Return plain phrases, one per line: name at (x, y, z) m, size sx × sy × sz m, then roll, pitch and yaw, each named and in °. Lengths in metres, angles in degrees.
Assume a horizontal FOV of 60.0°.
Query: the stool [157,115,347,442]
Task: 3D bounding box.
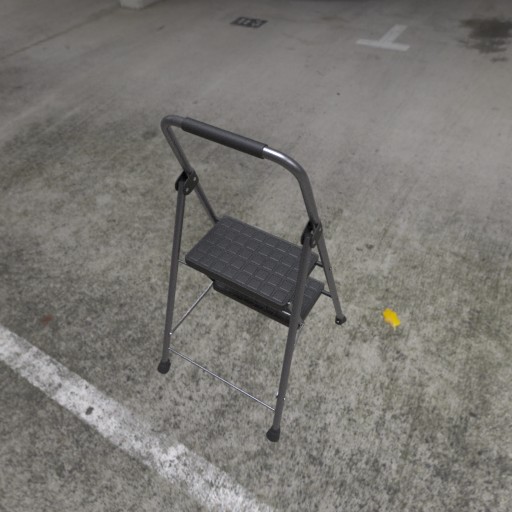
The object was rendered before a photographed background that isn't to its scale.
stool at (0.000, 0.000, 1.178) m, size 0.450 × 0.872 × 0.514 m, roll 24°, pitch 52°, yaw 21°
